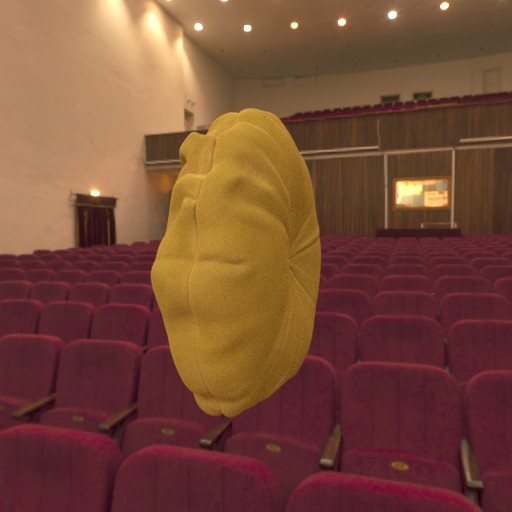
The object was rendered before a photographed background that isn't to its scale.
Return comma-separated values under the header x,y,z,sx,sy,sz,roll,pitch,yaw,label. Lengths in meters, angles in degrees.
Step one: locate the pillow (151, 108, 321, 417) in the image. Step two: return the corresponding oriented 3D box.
x,y,z,sx,sy,sz,roll,pitch,yaw,label
0.000,0.000,0.651,0.148,0.407,0.428,1,3,19,pillow
